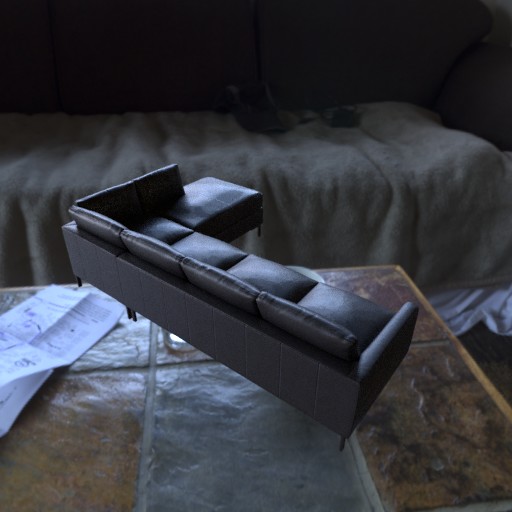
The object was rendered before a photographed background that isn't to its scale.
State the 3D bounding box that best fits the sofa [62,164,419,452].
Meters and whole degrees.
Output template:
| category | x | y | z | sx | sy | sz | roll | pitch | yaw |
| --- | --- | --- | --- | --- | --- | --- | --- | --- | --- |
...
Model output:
| category | x | y | z | sx | sy | sz | roll | pitch | yaw |
| --- | --- | --- | --- | --- | --- | --- | --- | --- | --- |
| sofa | 0.000 | 0.000 | 3.937 | 2.984 | 0.877 | 1.938 | 22 | 38 | 31 |
